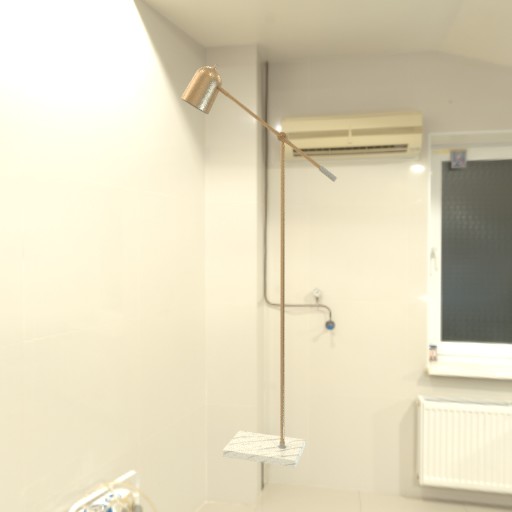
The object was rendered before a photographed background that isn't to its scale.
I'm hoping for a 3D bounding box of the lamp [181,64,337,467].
[{"bbox_3d":[0.000,0.000,1.806,0.653,1.594,0.194,0,1,17],"label":"lamp"}]
